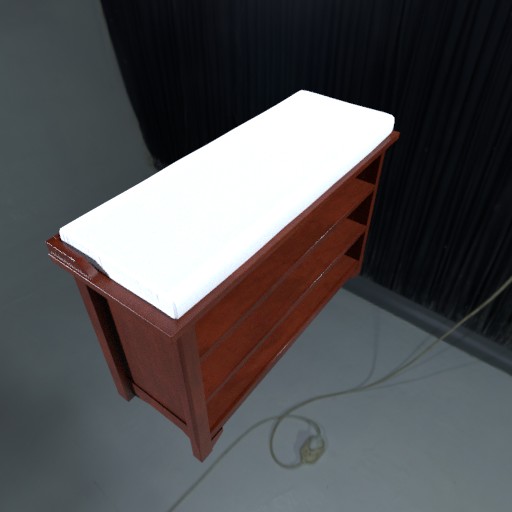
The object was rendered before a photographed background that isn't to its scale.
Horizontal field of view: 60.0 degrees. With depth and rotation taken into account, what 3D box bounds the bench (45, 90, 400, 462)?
[{"bbox_3d":[0.000,0.000,1.334,0.369,0.646,0.987,27,48,27],"label":"bench"}]
